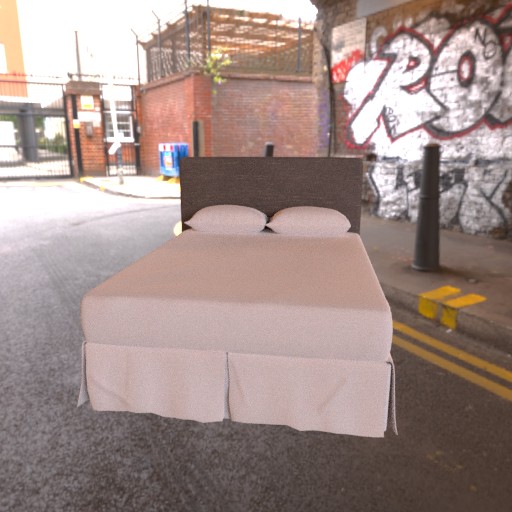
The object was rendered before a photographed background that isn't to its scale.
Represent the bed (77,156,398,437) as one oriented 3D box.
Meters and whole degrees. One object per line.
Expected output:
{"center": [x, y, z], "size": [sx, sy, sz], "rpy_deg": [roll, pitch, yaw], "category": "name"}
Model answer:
{"center": [0.000, 0.000, 3.156], "size": [1.723, 1.330, 2.142], "rpy_deg": [2, 14, 8], "category": "bed"}
